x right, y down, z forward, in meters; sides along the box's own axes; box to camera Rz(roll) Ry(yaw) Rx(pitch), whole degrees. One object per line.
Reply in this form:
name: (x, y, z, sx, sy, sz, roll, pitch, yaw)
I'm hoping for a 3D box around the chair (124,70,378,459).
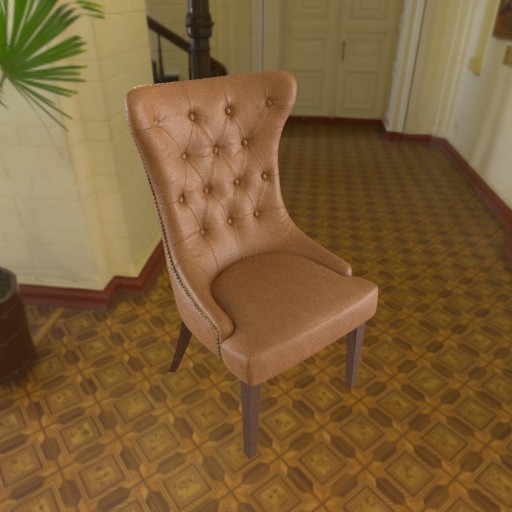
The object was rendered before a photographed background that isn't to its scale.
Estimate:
chair: (0.000, 0.000, 1.480, 0.611, 1.065, 0.669, -22, 37, -32)
